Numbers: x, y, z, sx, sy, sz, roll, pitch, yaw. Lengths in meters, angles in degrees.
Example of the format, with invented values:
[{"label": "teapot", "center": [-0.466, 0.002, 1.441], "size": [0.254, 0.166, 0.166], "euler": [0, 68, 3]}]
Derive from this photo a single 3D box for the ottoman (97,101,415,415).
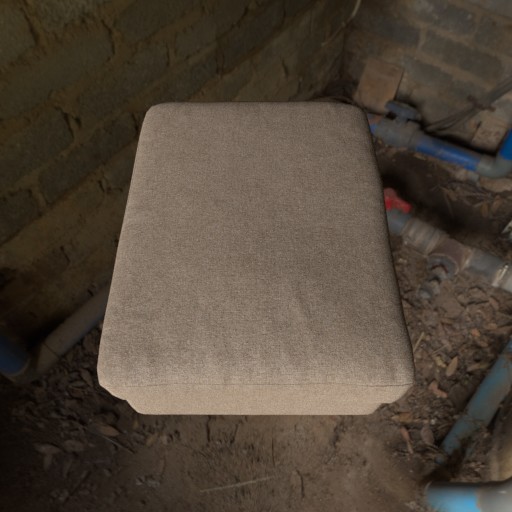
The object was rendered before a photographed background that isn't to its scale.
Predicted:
[{"label": "ottoman", "center": [0.000, 0.000, 1.315], "size": [0.692, 0.511, 0.889], "euler": [0, 58, 0]}]
